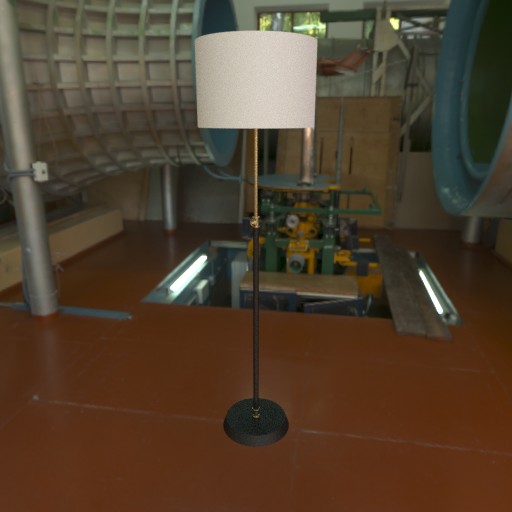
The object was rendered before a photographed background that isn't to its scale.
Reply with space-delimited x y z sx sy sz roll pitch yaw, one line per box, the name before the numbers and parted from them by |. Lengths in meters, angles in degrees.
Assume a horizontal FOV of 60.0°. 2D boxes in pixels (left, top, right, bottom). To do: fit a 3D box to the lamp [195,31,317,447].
lamp | 0.000 0.000 1.690 0.404 1.517 0.404 16 23 42
